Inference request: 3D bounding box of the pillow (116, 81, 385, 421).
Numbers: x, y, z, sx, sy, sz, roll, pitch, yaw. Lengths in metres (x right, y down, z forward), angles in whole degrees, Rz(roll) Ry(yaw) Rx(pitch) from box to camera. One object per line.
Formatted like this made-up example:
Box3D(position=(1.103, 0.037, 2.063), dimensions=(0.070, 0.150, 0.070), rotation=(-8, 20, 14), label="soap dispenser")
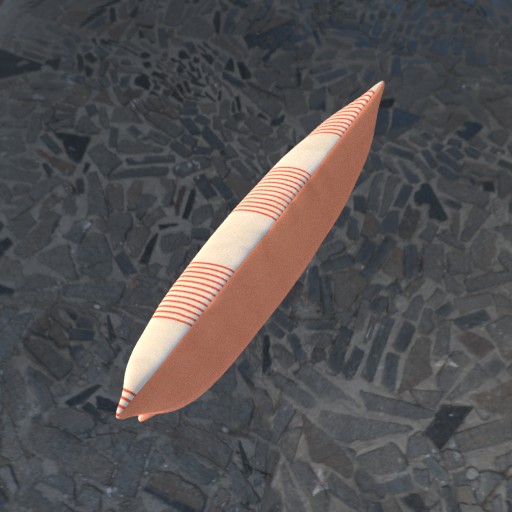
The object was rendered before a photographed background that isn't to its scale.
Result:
Box3D(position=(0.000, 0.000, 0.715), dimensions=(0.156, 0.292, 0.608), rotation=(32, 68, 15), label="pillow")
